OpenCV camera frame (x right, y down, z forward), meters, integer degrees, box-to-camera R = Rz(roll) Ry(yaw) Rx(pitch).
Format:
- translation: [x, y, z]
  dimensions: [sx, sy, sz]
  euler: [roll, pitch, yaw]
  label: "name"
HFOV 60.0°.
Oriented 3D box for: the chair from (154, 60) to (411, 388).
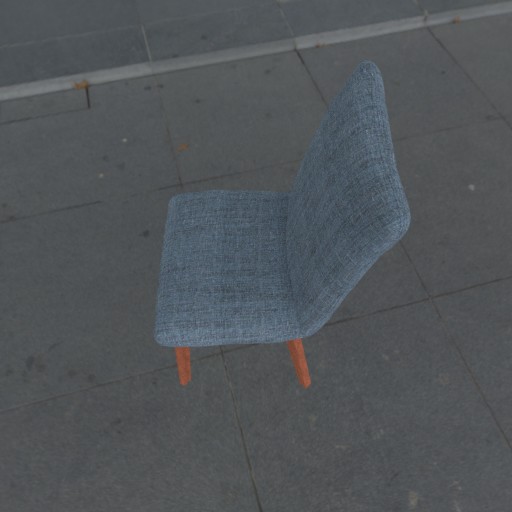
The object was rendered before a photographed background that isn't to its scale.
- translation: [0.000, 0.000, 1.287]
  dimensions: [0.563, 0.974, 0.522]
  euler: [0, 59, 0]
  label: "chair"
